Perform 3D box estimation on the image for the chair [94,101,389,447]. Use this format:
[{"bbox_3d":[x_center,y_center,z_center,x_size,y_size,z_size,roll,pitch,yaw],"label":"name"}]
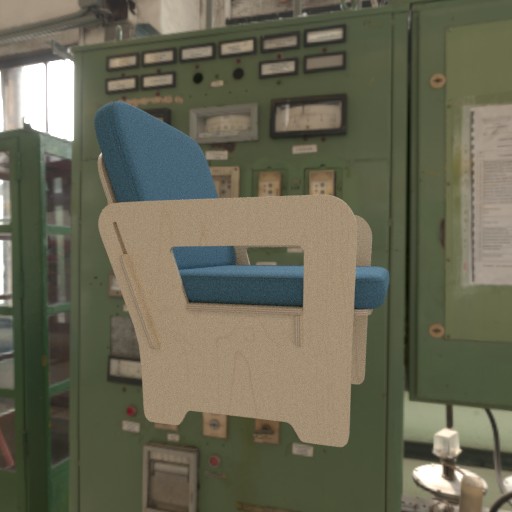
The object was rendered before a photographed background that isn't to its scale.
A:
[{"bbox_3d":[0.000,0.000,1.150,0.657,0.747,0.547,0,1,18],"label":"chair"}]
